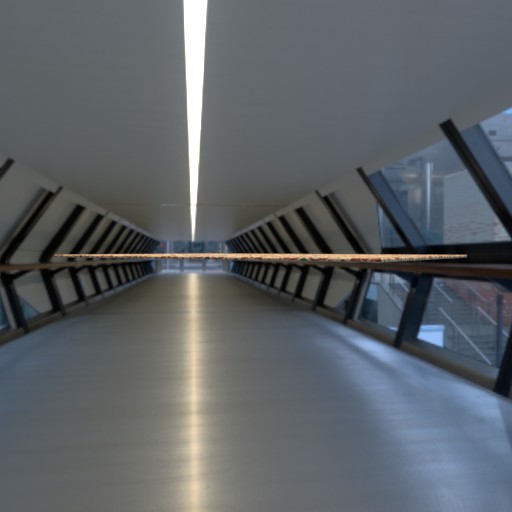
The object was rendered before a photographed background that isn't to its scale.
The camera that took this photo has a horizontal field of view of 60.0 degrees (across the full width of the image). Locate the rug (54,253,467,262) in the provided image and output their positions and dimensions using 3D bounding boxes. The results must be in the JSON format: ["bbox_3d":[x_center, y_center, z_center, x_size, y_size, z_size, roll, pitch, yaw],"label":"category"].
[{"bbox_3d":[0.000,0.000,2.363,1.838,0.013,1.226,1,1,36],"label":"rug"}]
